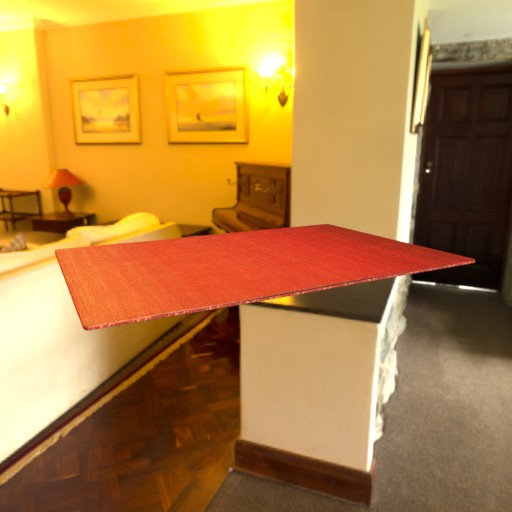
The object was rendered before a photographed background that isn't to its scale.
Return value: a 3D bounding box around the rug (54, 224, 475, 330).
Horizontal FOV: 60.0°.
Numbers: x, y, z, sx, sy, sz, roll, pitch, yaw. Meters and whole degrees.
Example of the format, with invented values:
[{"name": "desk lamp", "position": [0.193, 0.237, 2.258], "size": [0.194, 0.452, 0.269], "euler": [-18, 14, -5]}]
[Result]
[{"name": "rug", "position": [0.000, 0.000, 2.298], "size": [1.835, 0.018, 1.230], "euler": [-7, 15, -27]}]
